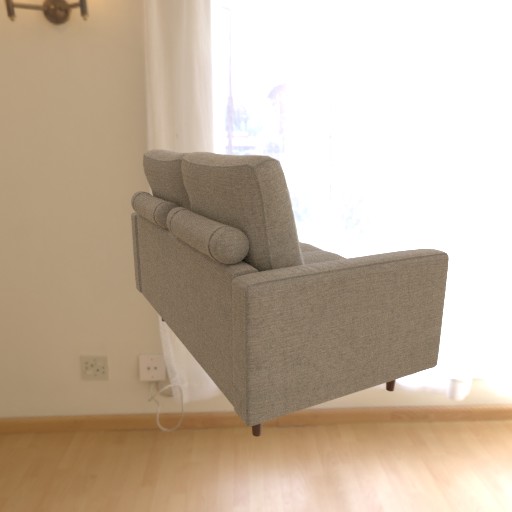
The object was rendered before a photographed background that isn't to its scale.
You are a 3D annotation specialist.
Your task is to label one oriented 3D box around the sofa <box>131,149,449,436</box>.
[{"bbox_3d":[0.000,0.000,1.963,0.842,0.907,1.407,-7,16,-26],"label":"sofa"}]
